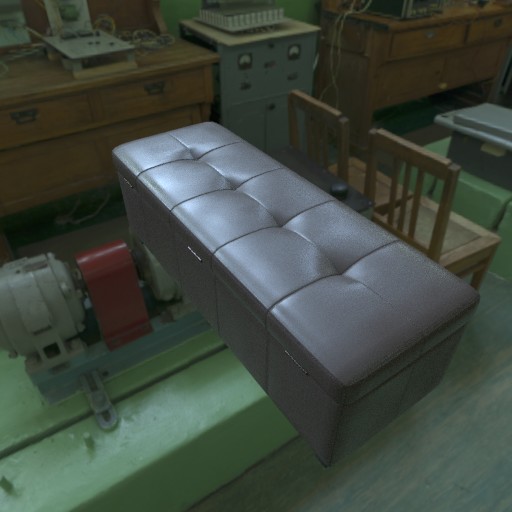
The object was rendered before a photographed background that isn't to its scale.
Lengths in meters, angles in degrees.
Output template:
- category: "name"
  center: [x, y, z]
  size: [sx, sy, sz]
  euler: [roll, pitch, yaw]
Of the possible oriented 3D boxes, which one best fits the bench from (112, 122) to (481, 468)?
- category: "bench"
  center: [0.000, 0.000, 1.416]
  size: [0.450, 0.417, 1.219]
  euler: [-24, 45, -26]
